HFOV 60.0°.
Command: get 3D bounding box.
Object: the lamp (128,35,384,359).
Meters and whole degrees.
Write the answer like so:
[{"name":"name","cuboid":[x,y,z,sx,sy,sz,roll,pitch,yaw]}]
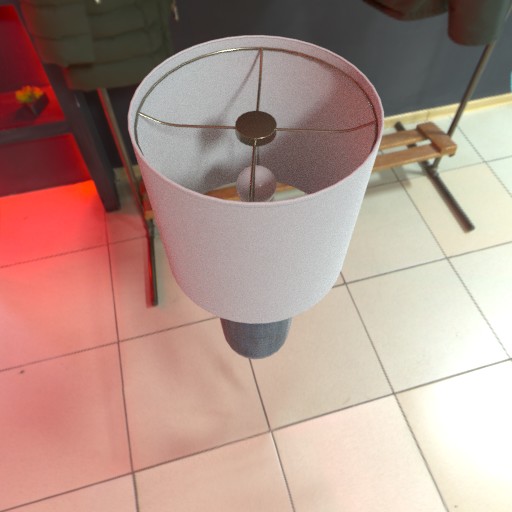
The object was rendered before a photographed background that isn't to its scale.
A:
[{"name":"lamp","cuboid":[0.000,0.000,0.584,0.220,0.475,0.220,14,58,9]}]
